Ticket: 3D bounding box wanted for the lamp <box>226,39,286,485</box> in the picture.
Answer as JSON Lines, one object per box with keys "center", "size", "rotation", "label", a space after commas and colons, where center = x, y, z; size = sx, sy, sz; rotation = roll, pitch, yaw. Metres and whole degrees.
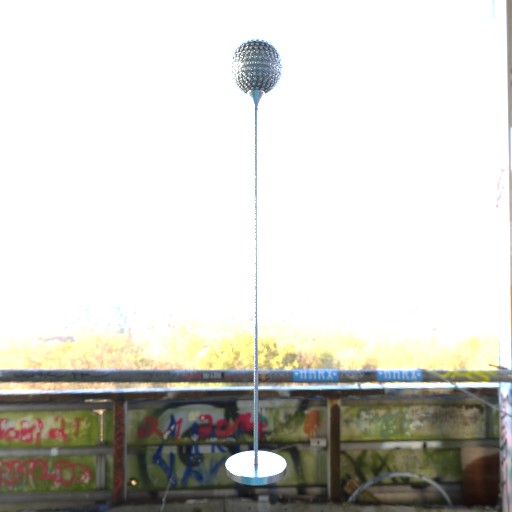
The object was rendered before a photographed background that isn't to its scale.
{"center": [0.000, 0.000, 1.885], "size": [0.254, 1.805, 0.254], "rotation": [0, -2, 0], "label": "lamp"}
